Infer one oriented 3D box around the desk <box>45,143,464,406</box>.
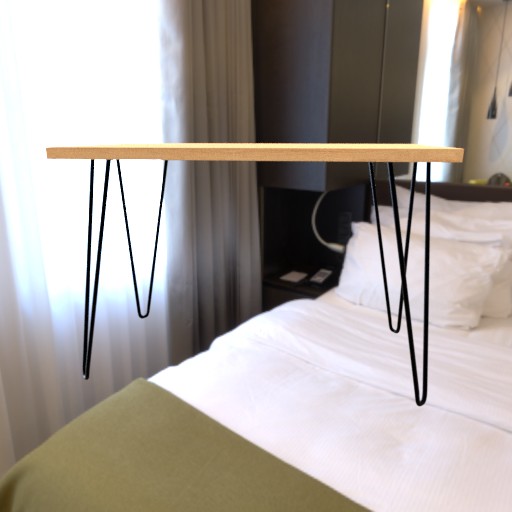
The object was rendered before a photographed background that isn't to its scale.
[{"bbox_3d":[0.000,0.000,1.363,0.991,0.660,0.499,2,16,8],"label":"desk"}]
